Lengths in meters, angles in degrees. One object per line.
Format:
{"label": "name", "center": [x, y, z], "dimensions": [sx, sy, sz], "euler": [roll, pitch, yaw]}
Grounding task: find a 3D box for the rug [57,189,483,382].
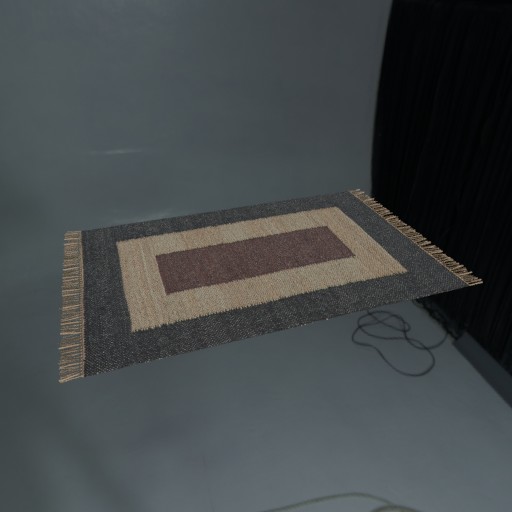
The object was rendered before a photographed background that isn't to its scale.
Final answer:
{"label": "rug", "center": [0.000, 0.000, 2.440], "dimensions": [2.021, 0.027, 1.224], "euler": [-10, 34, -16]}
